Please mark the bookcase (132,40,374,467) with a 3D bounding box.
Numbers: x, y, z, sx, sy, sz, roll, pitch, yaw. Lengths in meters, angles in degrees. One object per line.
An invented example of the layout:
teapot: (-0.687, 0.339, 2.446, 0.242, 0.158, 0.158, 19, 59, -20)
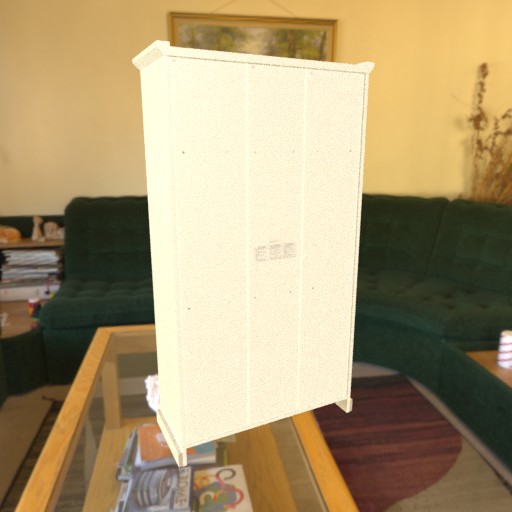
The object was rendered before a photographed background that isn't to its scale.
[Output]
bookcase: (0.000, 0.000, 2.301, 1.050, 1.880, 0.432, -7, 16, -26)
